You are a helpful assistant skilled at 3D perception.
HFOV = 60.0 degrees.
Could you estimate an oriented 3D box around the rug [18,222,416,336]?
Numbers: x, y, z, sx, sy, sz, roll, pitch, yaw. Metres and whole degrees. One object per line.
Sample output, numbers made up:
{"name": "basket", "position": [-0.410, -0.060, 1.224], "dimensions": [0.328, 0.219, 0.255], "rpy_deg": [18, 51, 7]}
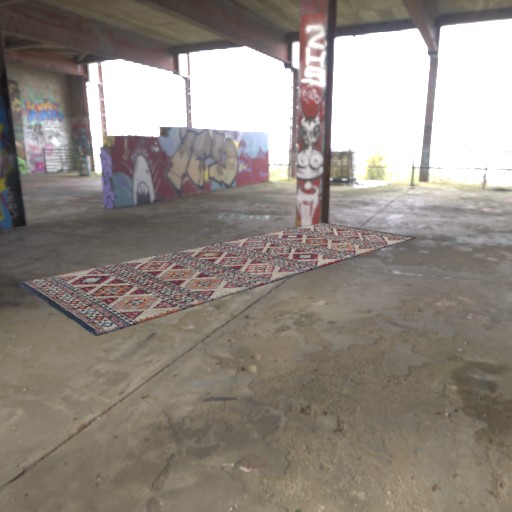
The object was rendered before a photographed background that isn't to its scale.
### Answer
{"name": "rug", "position": [0.000, 0.000, 2.618], "dimensions": [2.362, 0.008, 0.832], "rpy_deg": [-14, 20, -43]}
